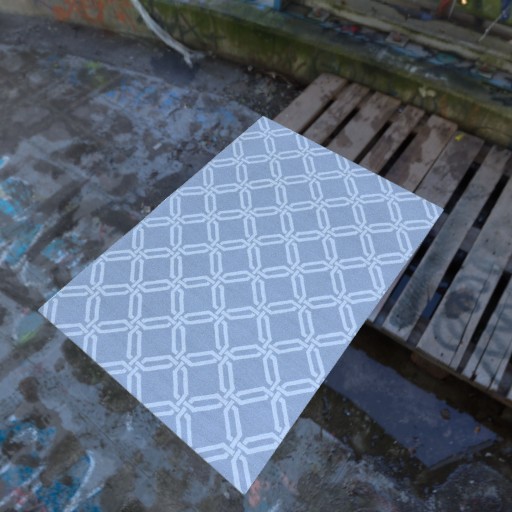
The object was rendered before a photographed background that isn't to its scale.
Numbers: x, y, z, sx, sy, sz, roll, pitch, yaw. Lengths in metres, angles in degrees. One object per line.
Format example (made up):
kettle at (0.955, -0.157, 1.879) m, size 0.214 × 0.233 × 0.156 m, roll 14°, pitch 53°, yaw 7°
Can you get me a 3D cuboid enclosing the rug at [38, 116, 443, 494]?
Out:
rug at (0.000, 0.000, 2.744) m, size 1.522 × 0.013 × 2.133 m, roll 33°, pitch 63°, yaw 20°
